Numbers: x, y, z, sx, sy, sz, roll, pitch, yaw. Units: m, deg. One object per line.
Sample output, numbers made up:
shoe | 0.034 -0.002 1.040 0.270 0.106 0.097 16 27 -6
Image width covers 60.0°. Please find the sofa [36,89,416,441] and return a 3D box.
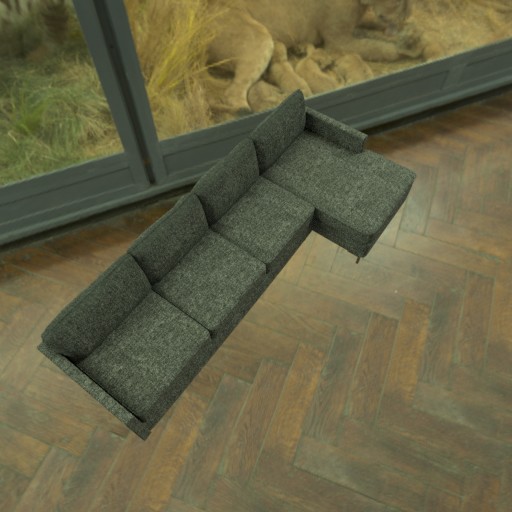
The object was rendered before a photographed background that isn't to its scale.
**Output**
sofa | 0.000 0.000 3.898 1.488 0.970 3.384 32 63 18
